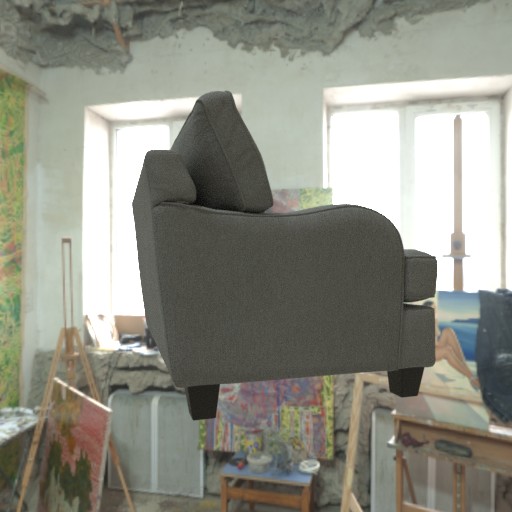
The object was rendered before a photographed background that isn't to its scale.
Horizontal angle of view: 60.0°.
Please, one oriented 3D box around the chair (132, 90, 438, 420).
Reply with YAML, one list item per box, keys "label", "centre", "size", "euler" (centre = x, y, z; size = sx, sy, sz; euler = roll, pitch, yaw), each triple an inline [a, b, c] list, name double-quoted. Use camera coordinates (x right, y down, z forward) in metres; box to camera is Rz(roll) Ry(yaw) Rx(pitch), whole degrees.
- label: "chair"
  centre: [0.000, 0.000, 1.987]
  size: [1.041, 1.016, 1.220]
  euler: [0, 0, -18]
